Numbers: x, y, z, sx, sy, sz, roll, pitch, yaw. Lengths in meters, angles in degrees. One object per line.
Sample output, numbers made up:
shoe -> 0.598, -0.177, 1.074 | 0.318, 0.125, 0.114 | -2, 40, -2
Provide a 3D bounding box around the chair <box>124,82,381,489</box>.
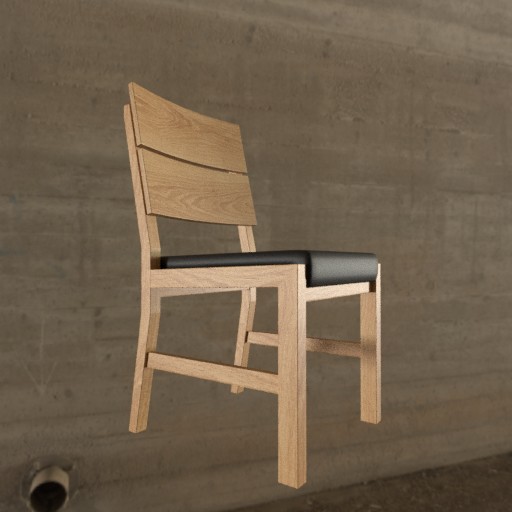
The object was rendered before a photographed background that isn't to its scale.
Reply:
chair -> 0.000, 0.000, 1.253 | 0.569, 0.950, 0.475 | -1, -1, 36
